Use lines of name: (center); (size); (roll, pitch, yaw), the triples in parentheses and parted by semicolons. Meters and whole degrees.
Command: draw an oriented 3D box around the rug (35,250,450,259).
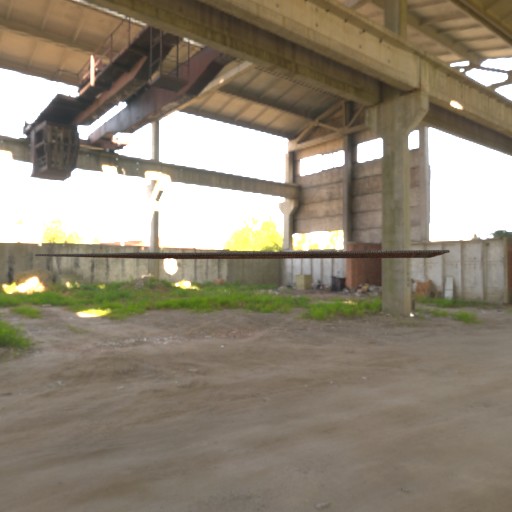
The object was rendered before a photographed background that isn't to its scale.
rug: (0.000, 0.000, 2.385); (1.820, 0.012, 1.207); (0, -1, 19)
